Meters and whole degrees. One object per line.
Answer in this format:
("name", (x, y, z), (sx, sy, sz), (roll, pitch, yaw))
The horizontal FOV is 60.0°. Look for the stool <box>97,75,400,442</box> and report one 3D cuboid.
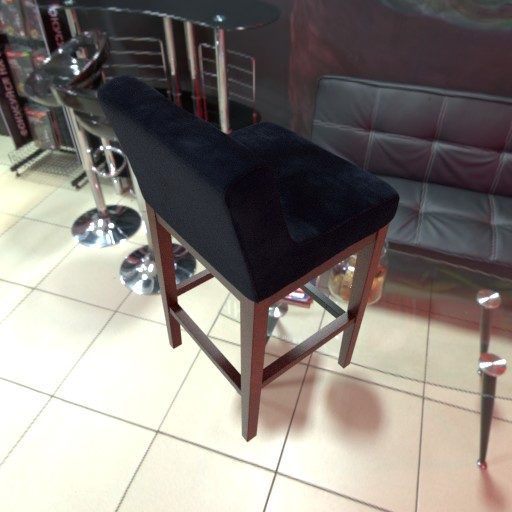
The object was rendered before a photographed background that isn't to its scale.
("stool", (0.000, 0.000, 1.234), (0.516, 0.945, 0.511), (-28, 49, -27))
